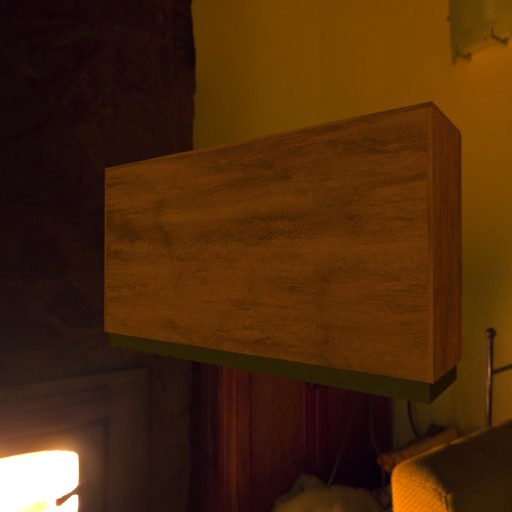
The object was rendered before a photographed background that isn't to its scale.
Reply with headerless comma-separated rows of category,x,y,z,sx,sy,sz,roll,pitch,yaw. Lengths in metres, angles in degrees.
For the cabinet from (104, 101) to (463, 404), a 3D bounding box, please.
cabinet,0.000,0.000,1.947,1.600,0.900,0.420,0,-1,36
